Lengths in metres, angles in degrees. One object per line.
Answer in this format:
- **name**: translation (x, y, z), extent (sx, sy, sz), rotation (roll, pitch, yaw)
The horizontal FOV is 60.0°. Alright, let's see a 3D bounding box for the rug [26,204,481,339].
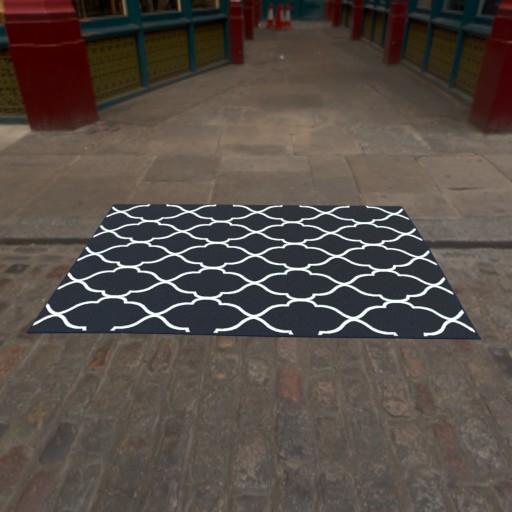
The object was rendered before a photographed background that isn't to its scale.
- **rug**: translation (0.000, 0.000, 2.863), extent (2.294, 0.014, 1.528), rotation (1, 32, 1)
